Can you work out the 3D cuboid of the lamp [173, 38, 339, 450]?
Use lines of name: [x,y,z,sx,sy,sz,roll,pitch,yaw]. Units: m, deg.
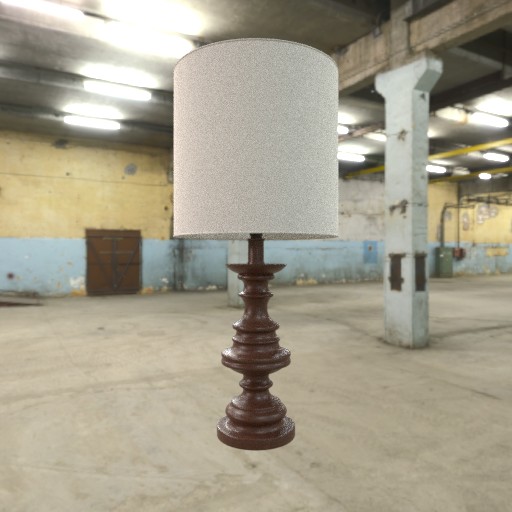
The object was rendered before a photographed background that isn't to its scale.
lamp: [0.000,0.000,0.568,0.208,0.455,0.208,0,0,-2]
